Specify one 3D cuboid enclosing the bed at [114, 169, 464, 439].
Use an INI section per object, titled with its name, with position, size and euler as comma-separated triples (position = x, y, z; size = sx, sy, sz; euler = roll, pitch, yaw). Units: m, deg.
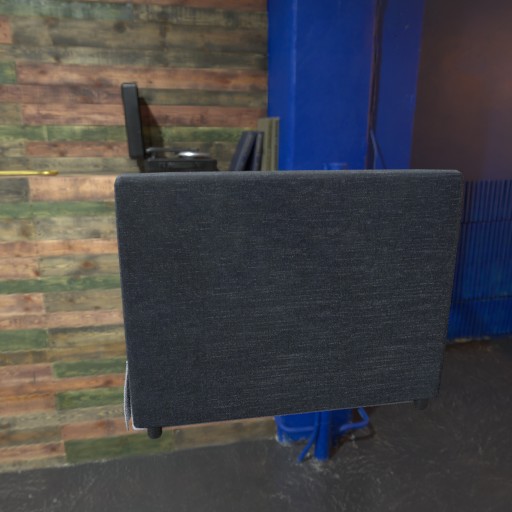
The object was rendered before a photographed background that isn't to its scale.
[bed]
position = 0.000, 0.000, 3.166
size = 1.723, 1.330, 2.142
euler = -3, 15, -10
